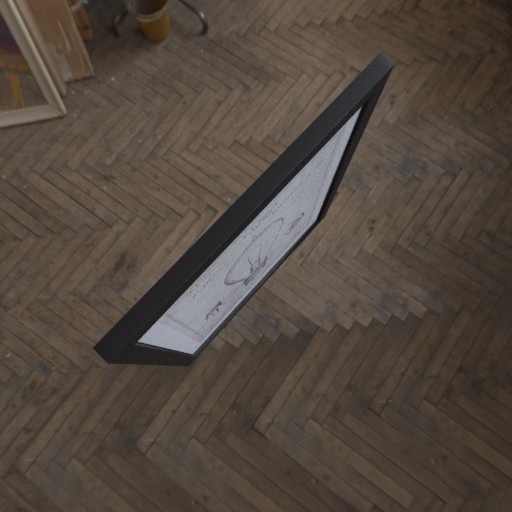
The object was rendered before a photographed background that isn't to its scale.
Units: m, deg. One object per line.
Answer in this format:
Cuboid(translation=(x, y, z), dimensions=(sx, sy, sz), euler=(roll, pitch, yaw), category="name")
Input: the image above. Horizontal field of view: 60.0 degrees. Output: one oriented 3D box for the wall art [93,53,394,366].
Cuboid(translation=(0.000, 0.000, 0.694), dimensions=(0.021, 0.509, 0.430), euler=(41, 79, 10), category="wall art")
